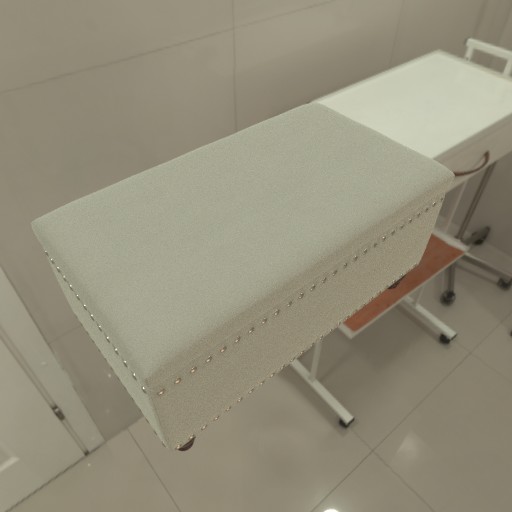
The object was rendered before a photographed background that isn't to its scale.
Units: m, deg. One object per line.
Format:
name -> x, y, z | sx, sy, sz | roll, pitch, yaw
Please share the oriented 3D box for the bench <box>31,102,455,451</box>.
bench -> 0.000, 0.000, 1.176 | 0.887, 0.449, 0.500 | -31, 53, -27
